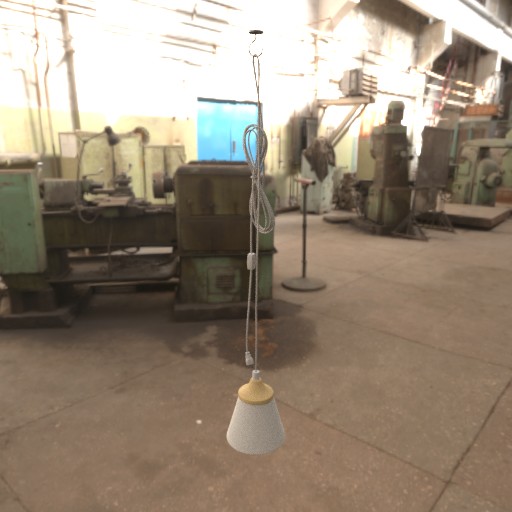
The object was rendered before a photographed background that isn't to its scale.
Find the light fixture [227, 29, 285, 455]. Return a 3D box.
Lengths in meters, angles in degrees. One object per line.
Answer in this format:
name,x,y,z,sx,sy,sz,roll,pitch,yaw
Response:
light fixture,0.000,0.000,1.042,0.153,0.966,0.153,13,19,42
